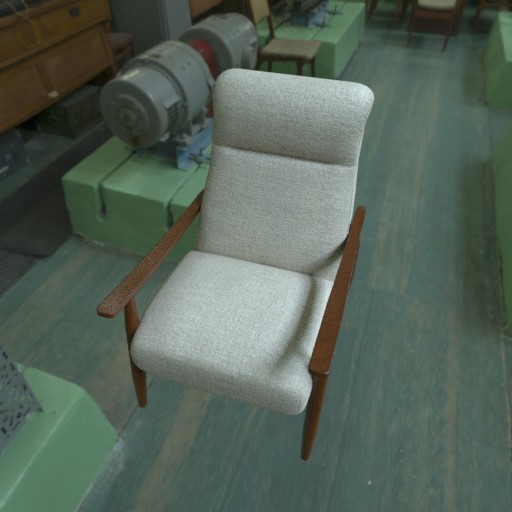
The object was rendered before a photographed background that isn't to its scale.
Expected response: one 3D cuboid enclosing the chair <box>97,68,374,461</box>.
[{"bbox_3d":[0.000,0.000,1.749,0.762,1.082,1.014,12,44,13],"label":"chair"}]
